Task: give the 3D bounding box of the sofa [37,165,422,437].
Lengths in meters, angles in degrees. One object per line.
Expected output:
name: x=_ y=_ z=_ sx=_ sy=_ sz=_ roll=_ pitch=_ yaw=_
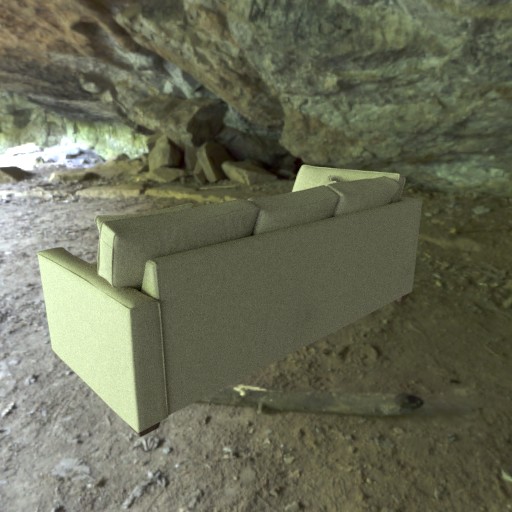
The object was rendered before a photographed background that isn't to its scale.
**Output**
sofa: x=0.000 y=0.000 z=2.831 sx=2.323 sy=0.948 sz=1.053 roll=-15 pitch=23 yaw=-41
